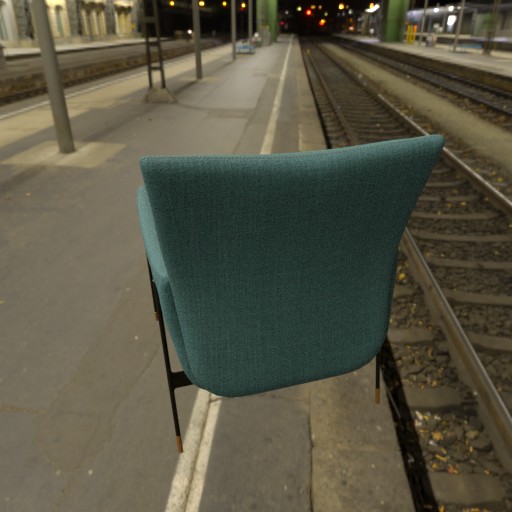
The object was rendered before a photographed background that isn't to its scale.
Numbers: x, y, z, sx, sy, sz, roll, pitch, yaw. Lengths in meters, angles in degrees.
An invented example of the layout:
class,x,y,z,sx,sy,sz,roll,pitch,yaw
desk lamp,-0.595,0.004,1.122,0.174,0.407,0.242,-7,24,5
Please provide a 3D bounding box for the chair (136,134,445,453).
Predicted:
class,x,y,z,sx,sy,sz,roll,pitch,yaw
chair,0.000,0.000,1.398,0.678,0.859,0.769,-8,28,-15
